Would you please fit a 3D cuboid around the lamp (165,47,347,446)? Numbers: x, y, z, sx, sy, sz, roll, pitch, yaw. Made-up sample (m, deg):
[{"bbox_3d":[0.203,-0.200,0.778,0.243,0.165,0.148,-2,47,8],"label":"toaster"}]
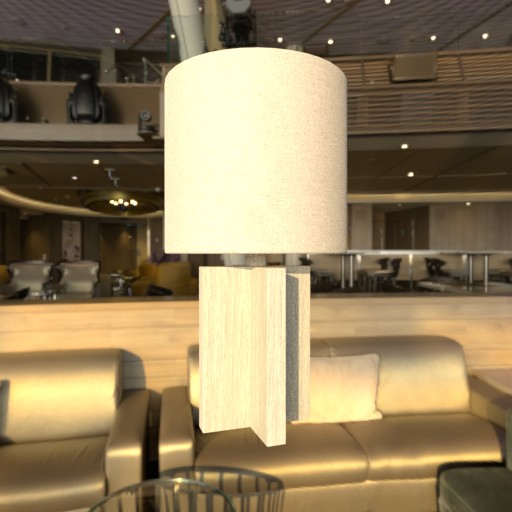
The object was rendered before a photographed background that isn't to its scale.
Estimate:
[{"bbox_3d":[0.000,0.000,0.567,0.229,0.428,0.229,0,0,-19],"label":"lamp"}]
